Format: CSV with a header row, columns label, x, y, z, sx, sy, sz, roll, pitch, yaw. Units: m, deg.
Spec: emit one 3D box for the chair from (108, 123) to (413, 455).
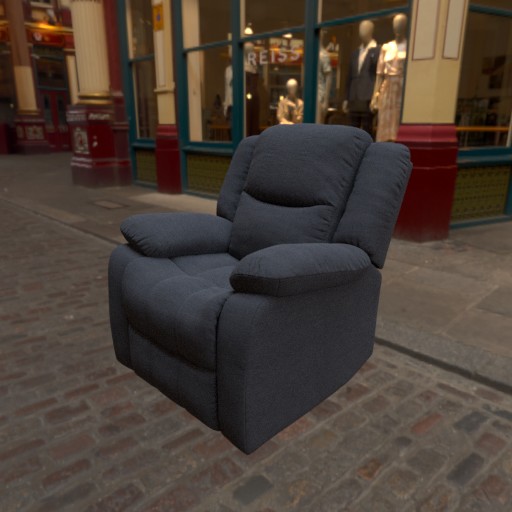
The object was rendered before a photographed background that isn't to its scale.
label,x,y,z,sx,sy,sz,roll,pitch,yaw
chair,0.000,0.000,1.770,0.899,1.008,0.944,16,24,42
